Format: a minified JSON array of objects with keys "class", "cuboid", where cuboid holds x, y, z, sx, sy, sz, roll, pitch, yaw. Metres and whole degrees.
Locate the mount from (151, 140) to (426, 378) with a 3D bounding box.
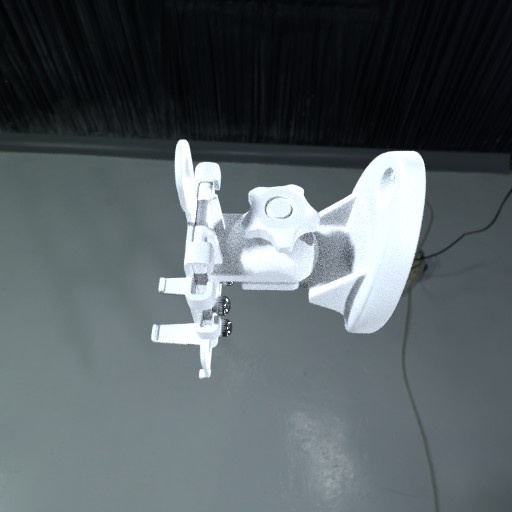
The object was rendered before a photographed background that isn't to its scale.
[{"class":"mount","cuboid":[0.000,0.000,0.178,0.100,0.118,0.066,1,59,1]}]
